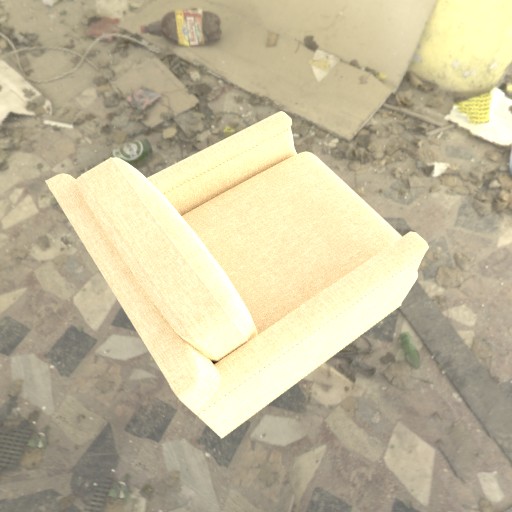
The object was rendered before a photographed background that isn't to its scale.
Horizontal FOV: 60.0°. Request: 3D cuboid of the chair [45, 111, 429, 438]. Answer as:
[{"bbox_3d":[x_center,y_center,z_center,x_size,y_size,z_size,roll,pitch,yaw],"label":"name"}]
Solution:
[{"bbox_3d":[0.000,0.000,1.715,1.041,0.940,0.838,-31,64,-18],"label":"chair"}]
